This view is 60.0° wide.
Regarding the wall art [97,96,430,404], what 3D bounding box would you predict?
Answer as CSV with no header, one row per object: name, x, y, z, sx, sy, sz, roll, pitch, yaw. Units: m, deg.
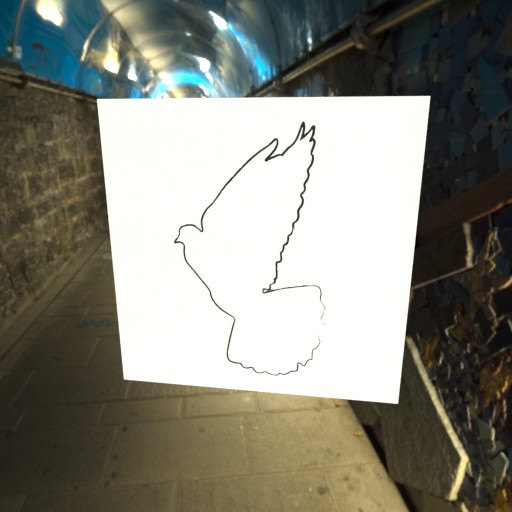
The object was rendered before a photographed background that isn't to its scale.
wall art,0.000,0.000,0.907,0.610,0.610,0.038,3,17,8
